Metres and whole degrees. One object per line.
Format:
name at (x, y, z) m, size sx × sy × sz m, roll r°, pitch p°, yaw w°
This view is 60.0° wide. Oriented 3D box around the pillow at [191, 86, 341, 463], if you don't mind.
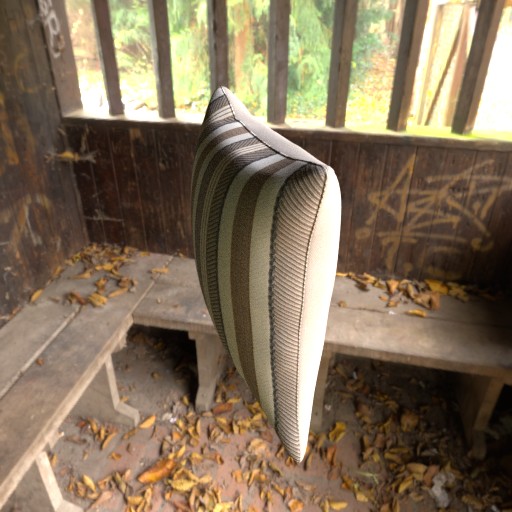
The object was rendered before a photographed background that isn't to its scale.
pillow at (0.000, 0.000, 0.640) m, size 0.173 × 0.401 × 0.416 m, roll -8°, pitch 31°, yaw -14°
